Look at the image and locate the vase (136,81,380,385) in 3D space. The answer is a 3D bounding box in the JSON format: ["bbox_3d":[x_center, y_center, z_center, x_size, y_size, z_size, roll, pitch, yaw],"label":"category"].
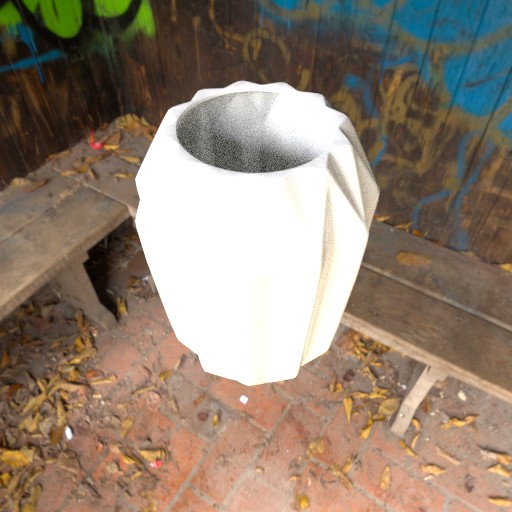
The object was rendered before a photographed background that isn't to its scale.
[{"bbox_3d":[0.000,0.000,0.412,0.195,0.275,0.195,0,48,0],"label":"vase"}]
